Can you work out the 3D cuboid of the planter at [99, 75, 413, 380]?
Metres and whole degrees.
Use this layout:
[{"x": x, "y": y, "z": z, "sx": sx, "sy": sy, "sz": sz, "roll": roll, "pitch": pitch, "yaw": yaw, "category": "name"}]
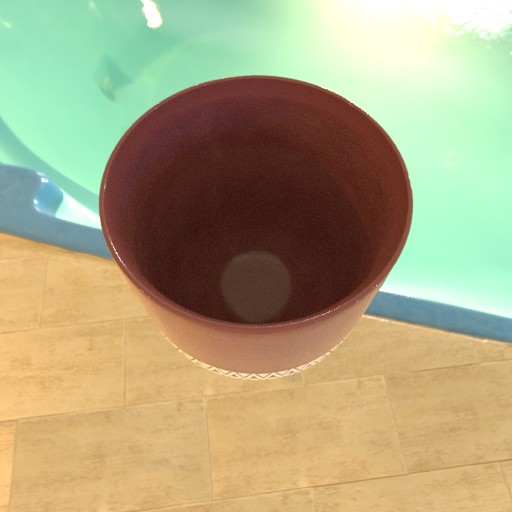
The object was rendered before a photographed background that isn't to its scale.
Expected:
[{"x": 0.000, "y": 0.000, "z": 0.497, "sx": 0.266, "sy": 0.270, "sz": 0.266, "roll": 0, "pitch": 62, "yaw": 0, "category": "planter"}]
